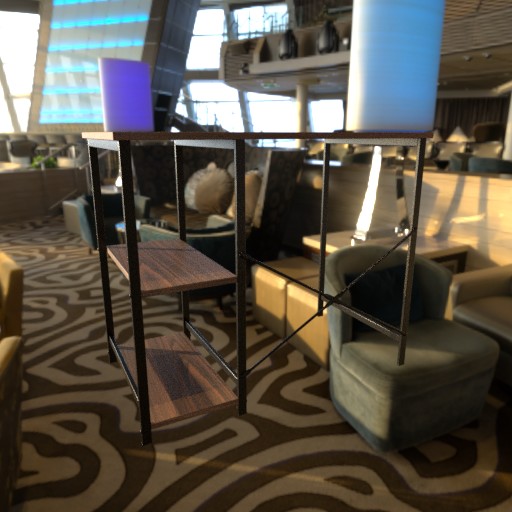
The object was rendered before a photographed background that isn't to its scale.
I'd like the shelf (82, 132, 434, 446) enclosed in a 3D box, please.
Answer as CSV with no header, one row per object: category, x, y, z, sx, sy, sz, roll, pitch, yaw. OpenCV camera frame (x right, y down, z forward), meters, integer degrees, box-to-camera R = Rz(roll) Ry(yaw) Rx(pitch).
shelf,0.000,0.000,1.396,0.902,0.750,0.498,-8,17,-26
